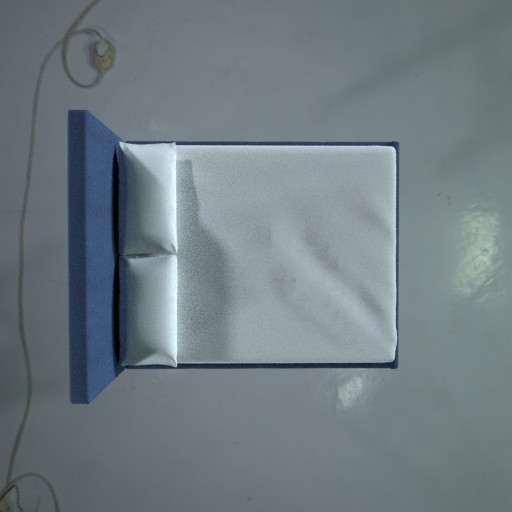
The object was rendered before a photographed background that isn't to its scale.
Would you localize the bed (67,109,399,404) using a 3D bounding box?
[{"bbox_3d":[0.000,0.000,3.145,2.172,1.231,1.723,0,91,-1],"label":"bed"}]
